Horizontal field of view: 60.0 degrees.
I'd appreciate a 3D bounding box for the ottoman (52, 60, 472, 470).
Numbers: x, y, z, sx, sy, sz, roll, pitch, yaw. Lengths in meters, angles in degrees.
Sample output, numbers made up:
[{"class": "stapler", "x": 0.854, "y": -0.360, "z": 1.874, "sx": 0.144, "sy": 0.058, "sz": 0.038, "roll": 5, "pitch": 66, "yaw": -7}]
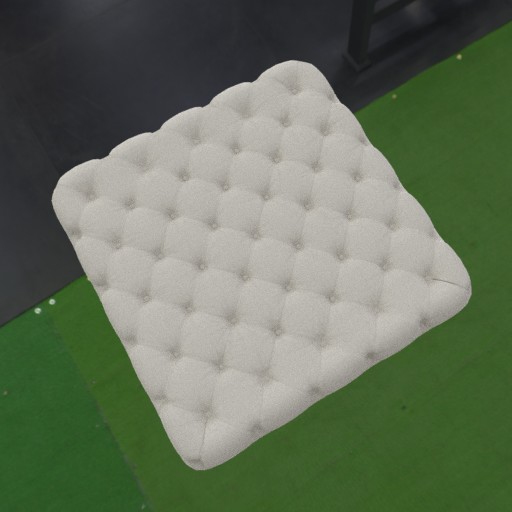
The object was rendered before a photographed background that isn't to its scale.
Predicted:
[{"class": "ottoman", "x": 0.000, "y": 0.000, "z": 1.169, "sx": 0.753, "sy": 0.376, "sz": 0.755, "roll": -30, "pitch": 77, "yaw": -8}]
